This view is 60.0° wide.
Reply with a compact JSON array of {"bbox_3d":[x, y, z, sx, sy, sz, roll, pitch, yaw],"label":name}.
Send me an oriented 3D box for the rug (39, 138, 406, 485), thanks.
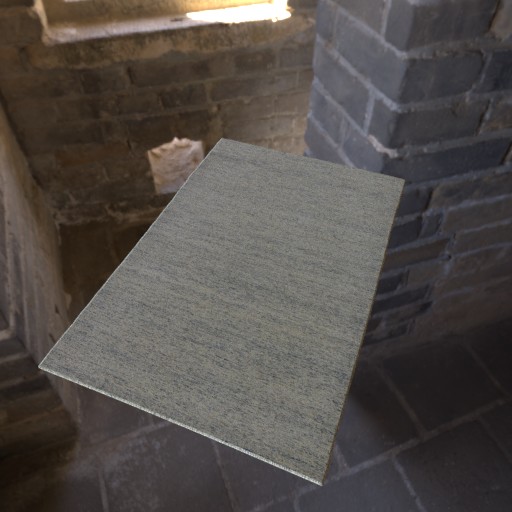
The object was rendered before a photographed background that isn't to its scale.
[{"bbox_3d":[0.000,0.000,2.791,1.523,0.017,2.263,16,50,14],"label":"rug"}]
